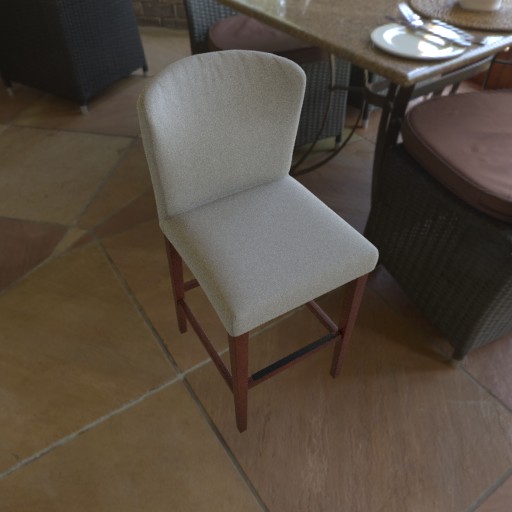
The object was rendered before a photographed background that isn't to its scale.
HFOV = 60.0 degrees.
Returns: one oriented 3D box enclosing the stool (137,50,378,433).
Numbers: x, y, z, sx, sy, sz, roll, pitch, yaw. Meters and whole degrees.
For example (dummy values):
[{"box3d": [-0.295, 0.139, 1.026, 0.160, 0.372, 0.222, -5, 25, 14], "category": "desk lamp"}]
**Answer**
[{"box3d": [0.000, 0.000, 1.393, 0.479, 1.069, 0.568, -23, 49, -22], "category": "stool"}]
